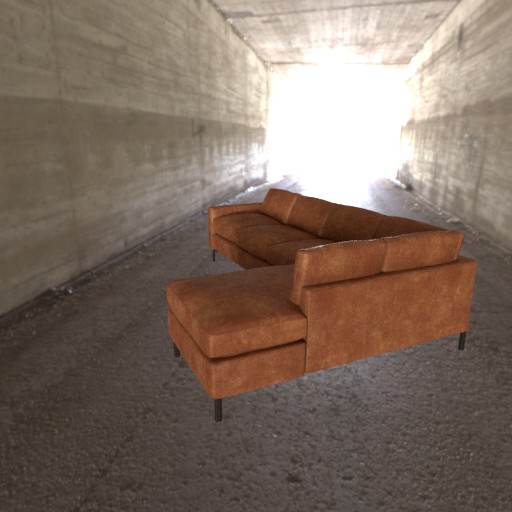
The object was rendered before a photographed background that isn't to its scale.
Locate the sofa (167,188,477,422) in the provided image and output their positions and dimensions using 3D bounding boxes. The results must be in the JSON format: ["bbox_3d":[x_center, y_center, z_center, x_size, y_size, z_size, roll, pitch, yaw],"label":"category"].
[{"bbox_3d":[0.000,0.000,3.889,1.938,0.877,2.984,-7,17,-24],"label":"sofa"}]
